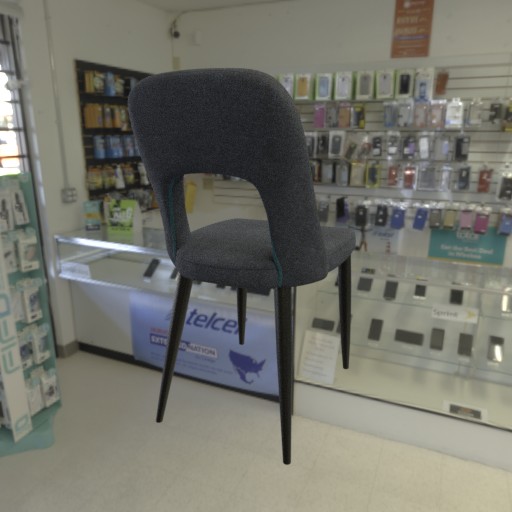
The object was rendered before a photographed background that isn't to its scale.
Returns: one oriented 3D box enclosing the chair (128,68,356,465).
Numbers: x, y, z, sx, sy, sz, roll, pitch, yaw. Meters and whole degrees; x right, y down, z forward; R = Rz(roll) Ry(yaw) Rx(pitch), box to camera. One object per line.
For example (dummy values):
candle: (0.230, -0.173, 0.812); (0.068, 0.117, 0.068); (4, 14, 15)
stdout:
chair: (0.000, 0.000, 1.268); (0.470, 0.931, 0.612); (8, 17, 25)
